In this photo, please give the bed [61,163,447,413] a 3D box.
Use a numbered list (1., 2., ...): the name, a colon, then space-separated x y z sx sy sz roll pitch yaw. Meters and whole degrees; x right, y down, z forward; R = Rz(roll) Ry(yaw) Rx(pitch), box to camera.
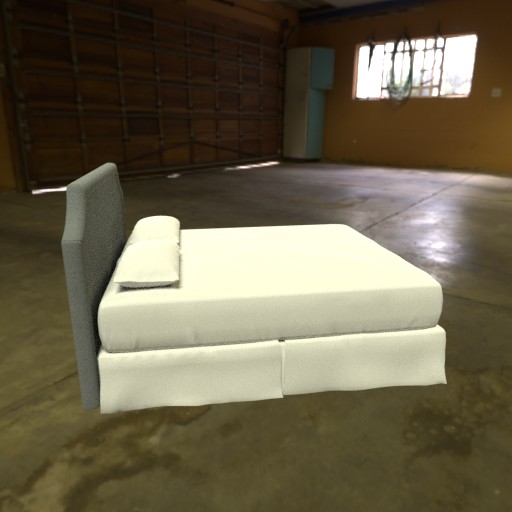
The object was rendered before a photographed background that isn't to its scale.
1. bed: 0.000 0.000 3.326 2.259 1.296 1.811 -3 17 -9
